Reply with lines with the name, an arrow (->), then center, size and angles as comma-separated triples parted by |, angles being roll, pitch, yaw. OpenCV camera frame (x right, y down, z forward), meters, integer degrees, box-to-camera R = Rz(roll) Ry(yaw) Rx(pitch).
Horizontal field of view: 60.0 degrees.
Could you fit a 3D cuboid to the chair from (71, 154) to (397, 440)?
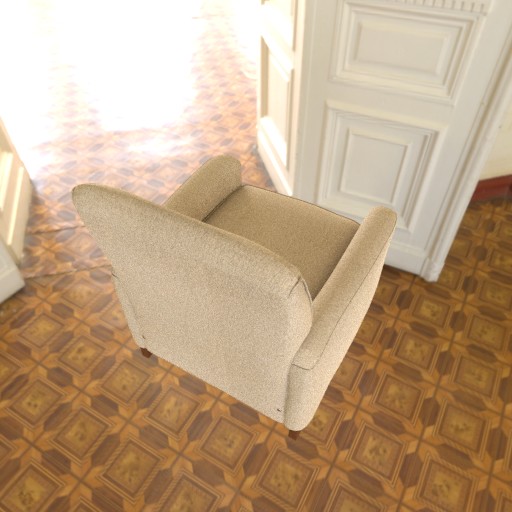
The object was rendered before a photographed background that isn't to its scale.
chair -> 0.000, 0.000, 1.649 | 0.848, 1.014, 0.864 | 22, 50, 20
